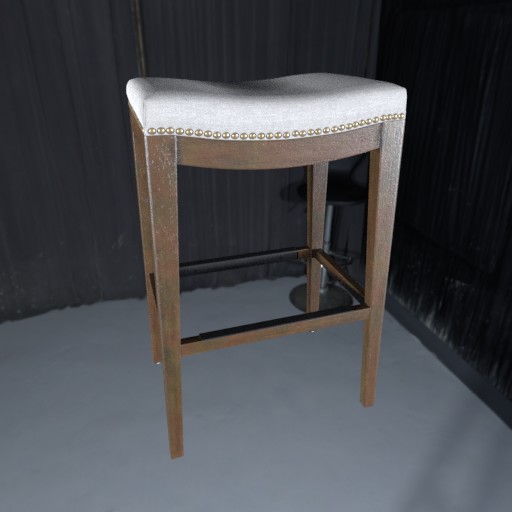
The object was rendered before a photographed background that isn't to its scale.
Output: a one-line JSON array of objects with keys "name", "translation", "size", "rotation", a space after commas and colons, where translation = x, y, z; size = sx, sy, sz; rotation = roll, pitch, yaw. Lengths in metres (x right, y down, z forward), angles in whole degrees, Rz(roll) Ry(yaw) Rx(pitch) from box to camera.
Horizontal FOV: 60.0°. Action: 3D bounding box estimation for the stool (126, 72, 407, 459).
[{"name": "stool", "translation": [0.000, 0.000, 1.025], "size": [0.508, 0.762, 0.356], "rotation": [-8, 28, -16]}]
